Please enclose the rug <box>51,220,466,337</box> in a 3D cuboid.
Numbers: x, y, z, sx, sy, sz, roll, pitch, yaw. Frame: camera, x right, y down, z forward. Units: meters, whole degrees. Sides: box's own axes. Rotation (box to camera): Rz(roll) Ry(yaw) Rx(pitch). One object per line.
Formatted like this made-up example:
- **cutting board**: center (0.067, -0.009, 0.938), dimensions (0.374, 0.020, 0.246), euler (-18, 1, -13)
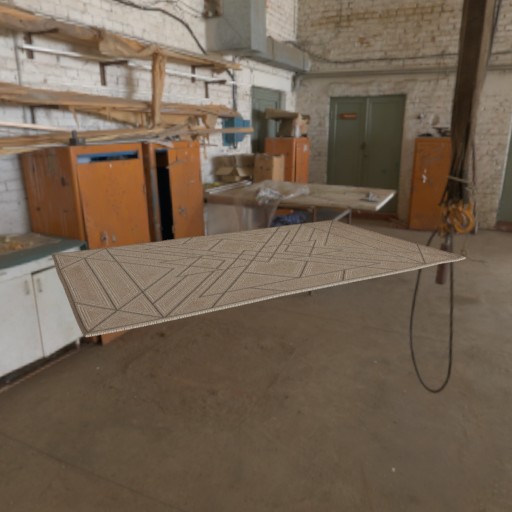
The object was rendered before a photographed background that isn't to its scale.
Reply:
- **rug**: center (0.000, 0.000, 1.072), dimensions (0.869, 0.008, 0.511), euler (-9, 18, -27)
